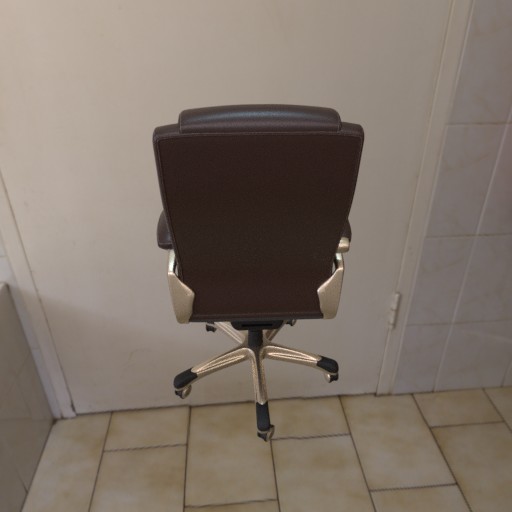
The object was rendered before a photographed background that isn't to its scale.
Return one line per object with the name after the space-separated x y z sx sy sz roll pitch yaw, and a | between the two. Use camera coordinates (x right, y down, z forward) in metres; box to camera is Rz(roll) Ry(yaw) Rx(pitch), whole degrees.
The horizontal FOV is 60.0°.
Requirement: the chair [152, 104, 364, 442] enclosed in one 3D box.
0.000 0.000 1.610 0.692 1.194 0.749 -1 30 -2 | chair
